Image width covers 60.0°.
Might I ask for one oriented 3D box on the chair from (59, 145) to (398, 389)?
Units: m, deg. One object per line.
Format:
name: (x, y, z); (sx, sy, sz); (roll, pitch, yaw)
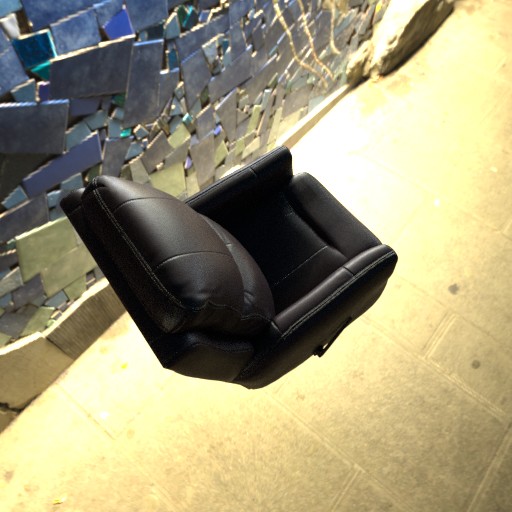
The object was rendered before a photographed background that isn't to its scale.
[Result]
chair: (0.000, 0.000, 1.801); (1.080, 1.030, 0.829); (-32, 64, -18)
